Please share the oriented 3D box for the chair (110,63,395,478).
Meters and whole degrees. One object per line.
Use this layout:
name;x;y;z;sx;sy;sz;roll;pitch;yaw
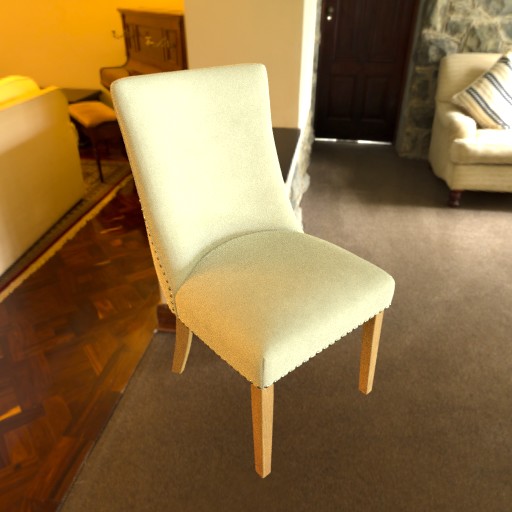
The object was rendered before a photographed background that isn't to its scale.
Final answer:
chair;0.000;0.000;1.221;0.495;0.902;0.610;-24;38;-34
